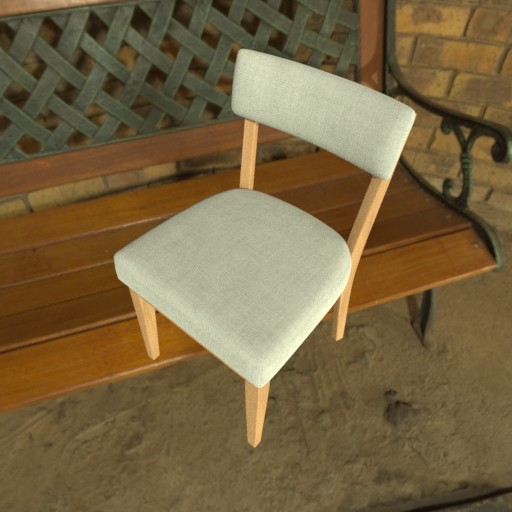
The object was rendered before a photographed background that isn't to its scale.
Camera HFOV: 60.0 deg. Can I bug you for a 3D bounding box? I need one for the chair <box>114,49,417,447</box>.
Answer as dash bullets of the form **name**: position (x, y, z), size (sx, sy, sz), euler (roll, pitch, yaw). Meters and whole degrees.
- **chair**: position (0.000, 0.000, 1.190), size (0.508, 0.832, 0.572), euler (32, 55, 26)
